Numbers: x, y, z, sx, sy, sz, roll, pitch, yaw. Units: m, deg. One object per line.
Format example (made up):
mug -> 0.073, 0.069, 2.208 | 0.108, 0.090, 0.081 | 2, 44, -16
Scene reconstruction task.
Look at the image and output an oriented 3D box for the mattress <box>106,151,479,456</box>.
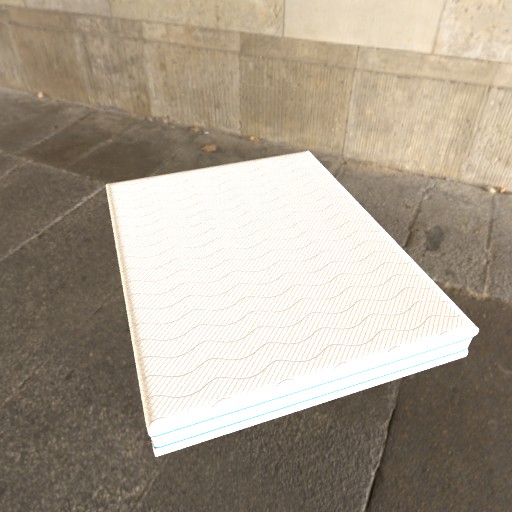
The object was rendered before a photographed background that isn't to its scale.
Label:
mattress -> 0.000, 0.000, 2.734 | 1.600, 0.230, 2.000 | -13, 41, -15
